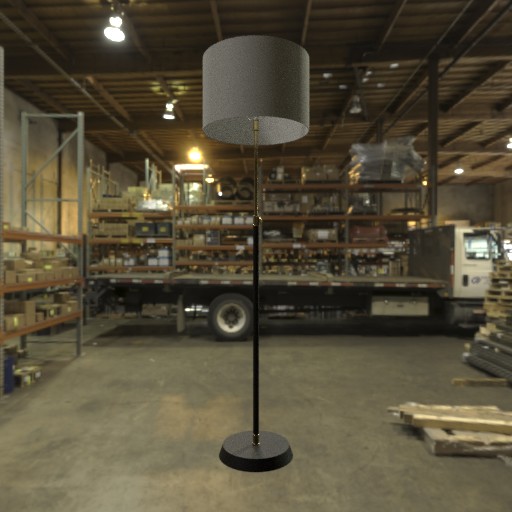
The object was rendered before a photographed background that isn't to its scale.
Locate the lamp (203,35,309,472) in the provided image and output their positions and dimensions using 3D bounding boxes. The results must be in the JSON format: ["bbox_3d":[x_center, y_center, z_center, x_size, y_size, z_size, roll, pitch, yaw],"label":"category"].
[{"bbox_3d":[0.000,0.000,1.694,0.404,1.517,0.404,0,0,0],"label":"lamp"}]
